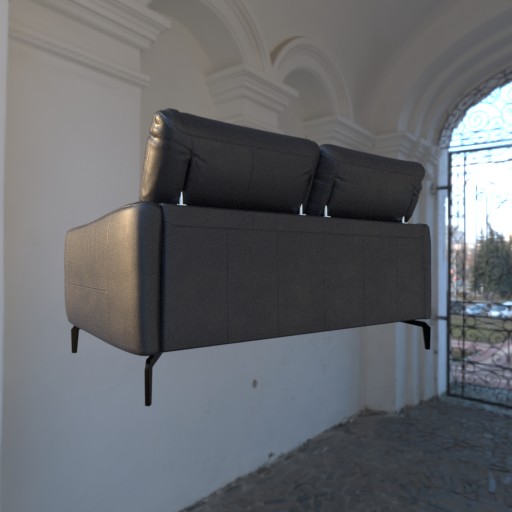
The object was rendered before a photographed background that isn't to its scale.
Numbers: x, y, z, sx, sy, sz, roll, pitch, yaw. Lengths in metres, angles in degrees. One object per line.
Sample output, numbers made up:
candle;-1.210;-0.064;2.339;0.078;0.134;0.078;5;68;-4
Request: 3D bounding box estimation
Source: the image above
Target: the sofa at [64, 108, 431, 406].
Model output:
sofa;0.000;0.000;2.129;1.596;0.920;0.958;0;-1;-36
